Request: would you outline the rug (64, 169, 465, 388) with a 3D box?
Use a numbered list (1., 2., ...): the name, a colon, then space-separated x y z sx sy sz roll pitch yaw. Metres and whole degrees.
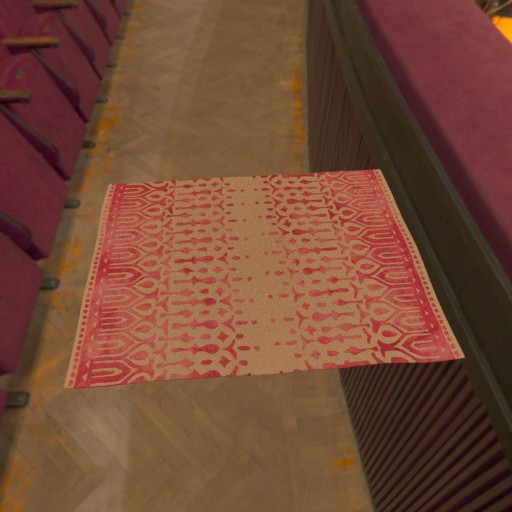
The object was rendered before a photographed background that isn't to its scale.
1. rug: 0.000 0.000 4.176 3.095 0.016 2.441 -4 48 -3
